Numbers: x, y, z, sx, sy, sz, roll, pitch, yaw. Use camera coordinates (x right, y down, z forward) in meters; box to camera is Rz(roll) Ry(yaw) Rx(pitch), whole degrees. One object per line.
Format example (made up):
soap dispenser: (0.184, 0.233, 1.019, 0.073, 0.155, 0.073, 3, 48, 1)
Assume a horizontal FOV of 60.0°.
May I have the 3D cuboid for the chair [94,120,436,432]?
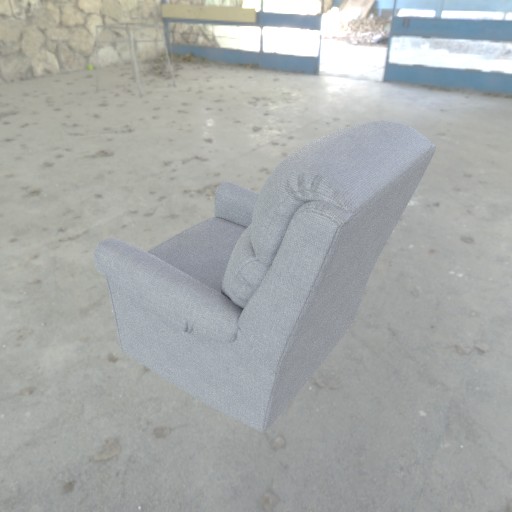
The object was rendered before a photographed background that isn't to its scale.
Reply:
chair: (0.000, 0.000, 1.739, 1.014, 1.054, 0.838, 20, 37, 30)
